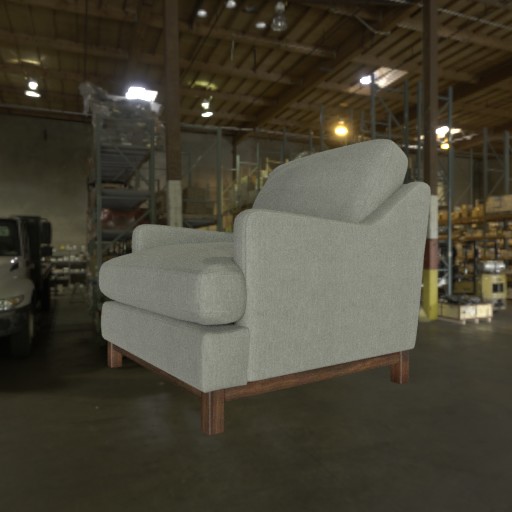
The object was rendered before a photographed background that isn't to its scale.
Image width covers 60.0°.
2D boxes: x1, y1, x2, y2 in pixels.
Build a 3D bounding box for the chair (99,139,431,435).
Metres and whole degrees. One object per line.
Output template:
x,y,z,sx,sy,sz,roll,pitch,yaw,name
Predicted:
0.000,0.000,1.563,0.892,0.821,0.826,0,0,-35,chair
